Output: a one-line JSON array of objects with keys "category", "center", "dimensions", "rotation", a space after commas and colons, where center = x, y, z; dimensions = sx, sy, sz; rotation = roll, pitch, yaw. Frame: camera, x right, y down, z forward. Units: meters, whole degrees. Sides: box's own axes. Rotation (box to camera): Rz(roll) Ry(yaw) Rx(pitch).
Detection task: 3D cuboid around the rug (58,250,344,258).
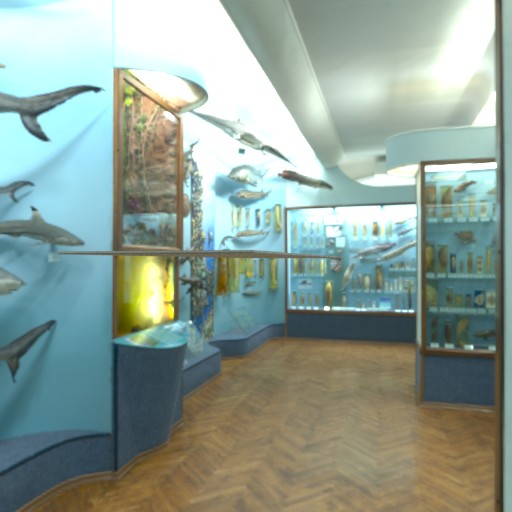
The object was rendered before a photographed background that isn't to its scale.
[{"category": "rug", "center": [0.000, 0.000, 2.669], "dimensions": [0.767, 0.012, 2.430], "rotation": [0, -1, 18]}]
